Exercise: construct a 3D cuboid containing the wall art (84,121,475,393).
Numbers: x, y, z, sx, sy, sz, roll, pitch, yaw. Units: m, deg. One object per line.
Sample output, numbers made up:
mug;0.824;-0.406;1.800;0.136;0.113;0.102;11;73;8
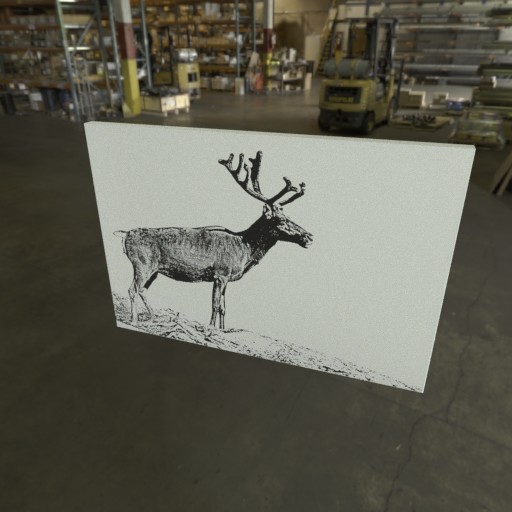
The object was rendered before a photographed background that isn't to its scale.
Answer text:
wall art;0.000;0.000;1.134;0.906;0.617;0.033;8;27;17
